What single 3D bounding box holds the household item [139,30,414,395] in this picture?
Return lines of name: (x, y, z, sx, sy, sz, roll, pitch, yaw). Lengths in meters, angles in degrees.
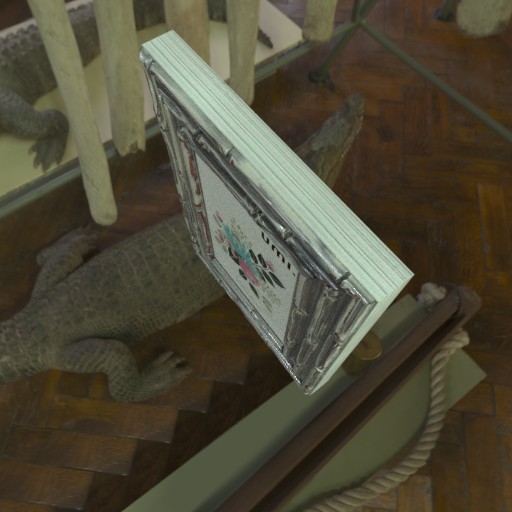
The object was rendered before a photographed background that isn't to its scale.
household item: (0.000, 0.000, 0.285, 0.025, 0.216, 0.165, -34, 69, -15)
